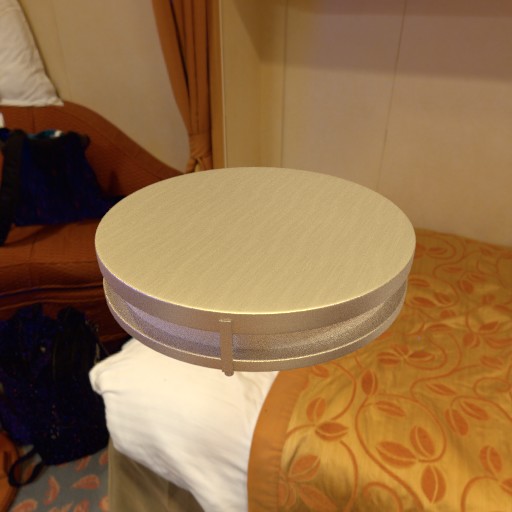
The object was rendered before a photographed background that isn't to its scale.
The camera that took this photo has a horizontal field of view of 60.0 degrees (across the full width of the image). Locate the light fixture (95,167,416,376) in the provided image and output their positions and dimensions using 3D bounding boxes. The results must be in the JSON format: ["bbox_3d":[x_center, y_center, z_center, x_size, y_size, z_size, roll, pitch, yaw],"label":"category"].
[{"bbox_3d":[0.000,0.000,0.537,0.356,0.102,0.356,0,31,0],"label":"light fixture"}]
